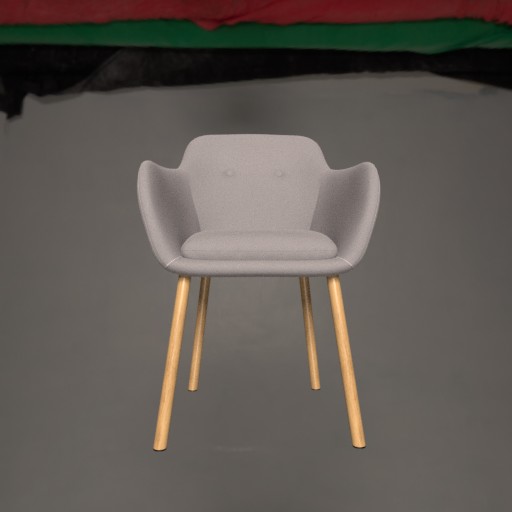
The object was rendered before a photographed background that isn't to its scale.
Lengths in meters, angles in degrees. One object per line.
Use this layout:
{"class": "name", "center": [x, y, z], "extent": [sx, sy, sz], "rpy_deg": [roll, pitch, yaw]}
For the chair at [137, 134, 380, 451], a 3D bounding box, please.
{"class": "chair", "center": [0.000, 0.000, 1.240], "extent": [0.570, 0.830, 0.590], "rpy_deg": [0, 0, -2]}
